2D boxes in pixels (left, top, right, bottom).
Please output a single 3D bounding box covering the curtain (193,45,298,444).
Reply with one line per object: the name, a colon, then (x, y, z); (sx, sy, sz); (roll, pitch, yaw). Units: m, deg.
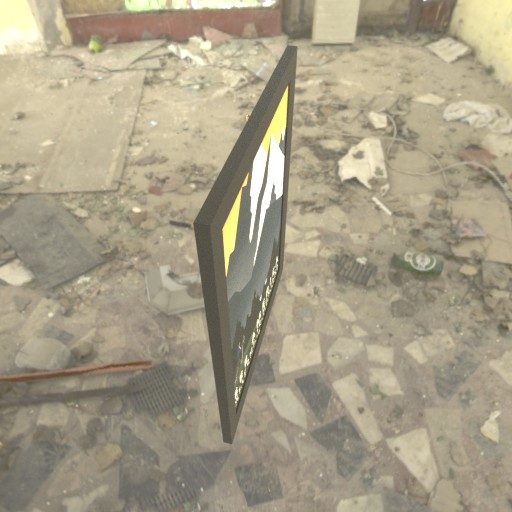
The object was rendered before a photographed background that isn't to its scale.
curtain: (0.000, 0.000, 0.831); (0.027, 0.585, 0.483); (11, 47, 10)
